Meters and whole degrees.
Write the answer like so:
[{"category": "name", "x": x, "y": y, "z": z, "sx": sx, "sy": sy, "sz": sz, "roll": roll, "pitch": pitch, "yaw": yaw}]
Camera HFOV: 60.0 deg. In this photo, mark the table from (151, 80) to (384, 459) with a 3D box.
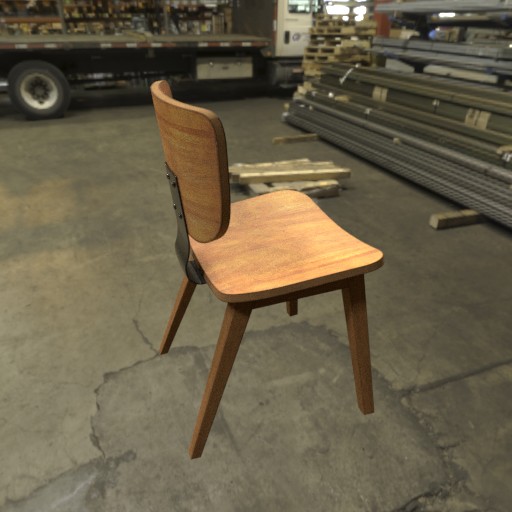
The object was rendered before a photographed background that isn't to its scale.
[{"category": "table", "x": 0.000, "y": 0.000, "z": 1.122, "sx": 0.500, "sy": 0.805, "sz": 0.499, "roll": -11, "pitch": 31, "yaw": -18}]
